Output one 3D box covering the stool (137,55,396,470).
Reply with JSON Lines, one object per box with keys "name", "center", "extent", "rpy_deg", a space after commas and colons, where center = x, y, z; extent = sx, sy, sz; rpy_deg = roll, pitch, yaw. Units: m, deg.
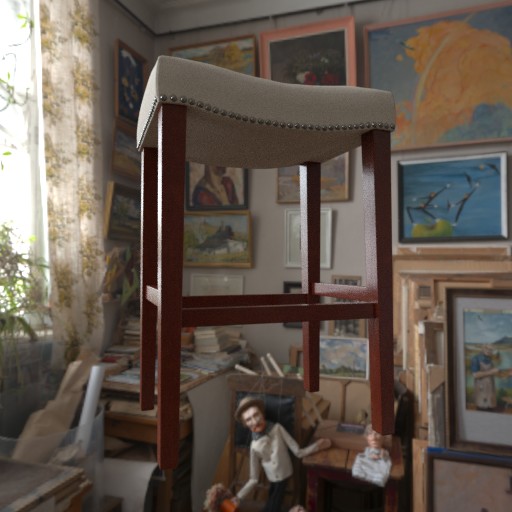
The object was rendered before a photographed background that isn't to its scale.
{"name": "stool", "center": [0.000, 0.000, 1.012], "extent": [0.504, 0.742, 0.372], "rpy_deg": [0, -1, -20]}
